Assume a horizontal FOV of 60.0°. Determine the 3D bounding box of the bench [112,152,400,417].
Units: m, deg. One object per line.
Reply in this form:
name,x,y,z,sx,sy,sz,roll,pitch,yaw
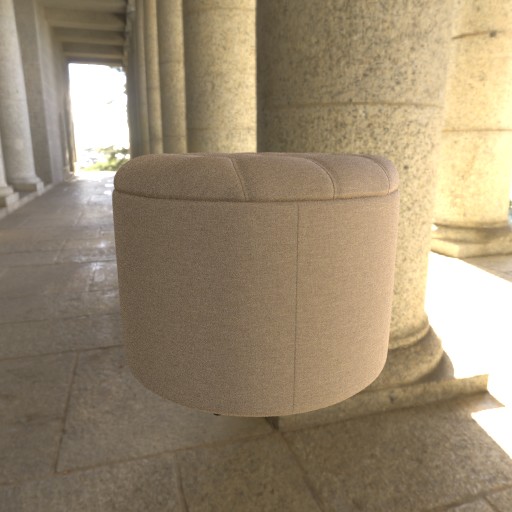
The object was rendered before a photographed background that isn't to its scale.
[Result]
bench,0.000,0.000,1.000,0.600,0.454,0.600,0,14,0
